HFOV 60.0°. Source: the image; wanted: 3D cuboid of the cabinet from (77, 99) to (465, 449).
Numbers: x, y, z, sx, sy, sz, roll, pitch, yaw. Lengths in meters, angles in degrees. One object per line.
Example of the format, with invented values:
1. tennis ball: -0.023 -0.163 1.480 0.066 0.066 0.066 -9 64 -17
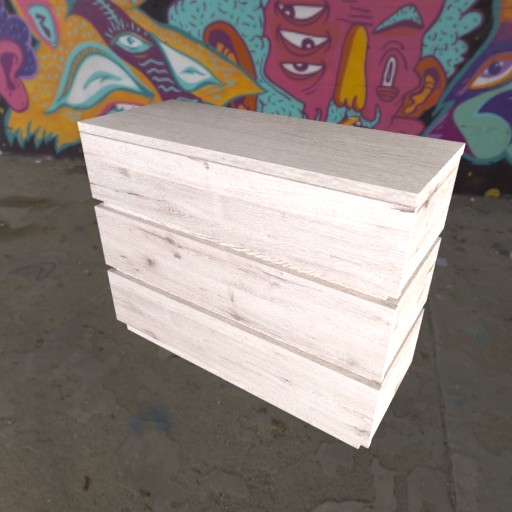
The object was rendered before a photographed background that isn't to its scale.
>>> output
1. cabinet: 0.000 0.000 1.468 1.040 0.820 0.420 19 35 29
